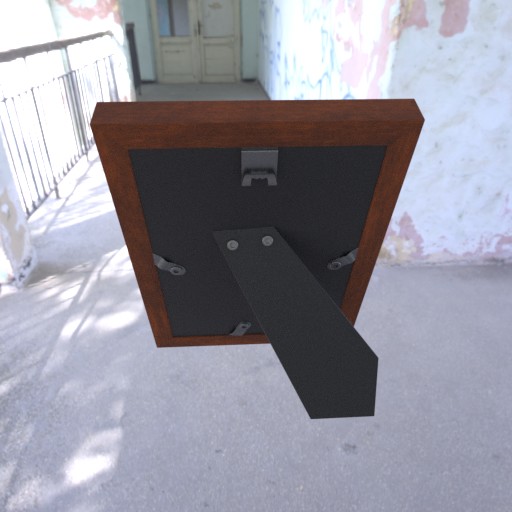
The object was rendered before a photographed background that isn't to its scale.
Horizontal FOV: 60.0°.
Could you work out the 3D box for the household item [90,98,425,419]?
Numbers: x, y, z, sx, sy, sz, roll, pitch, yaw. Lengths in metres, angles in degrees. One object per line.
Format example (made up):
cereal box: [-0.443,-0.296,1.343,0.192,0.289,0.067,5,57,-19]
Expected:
household item: [0.000,0.000,0.291,0.160,0.204,0.096,-2,30,-3]
